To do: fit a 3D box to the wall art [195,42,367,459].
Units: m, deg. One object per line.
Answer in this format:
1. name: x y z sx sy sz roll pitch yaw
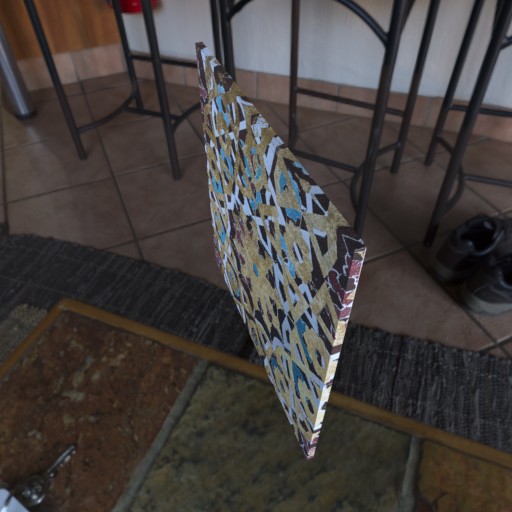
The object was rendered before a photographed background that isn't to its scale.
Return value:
1. wall art: 0.000 0.000 0.589 0.010 0.406 0.404 -16 48 -15
